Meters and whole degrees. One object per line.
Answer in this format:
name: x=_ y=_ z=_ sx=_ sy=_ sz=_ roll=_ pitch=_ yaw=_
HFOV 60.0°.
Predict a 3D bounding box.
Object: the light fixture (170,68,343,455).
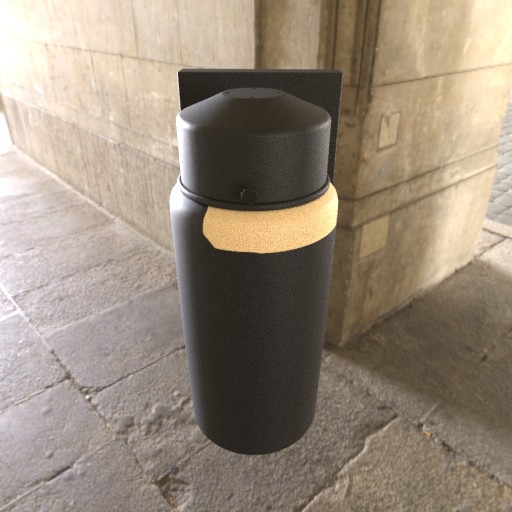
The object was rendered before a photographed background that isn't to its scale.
light fixture: x=0.000 y=0.000 z=0.352 sx=0.130 sy=0.257 sz=0.176 roll=1 pitch=29 yaw=2
